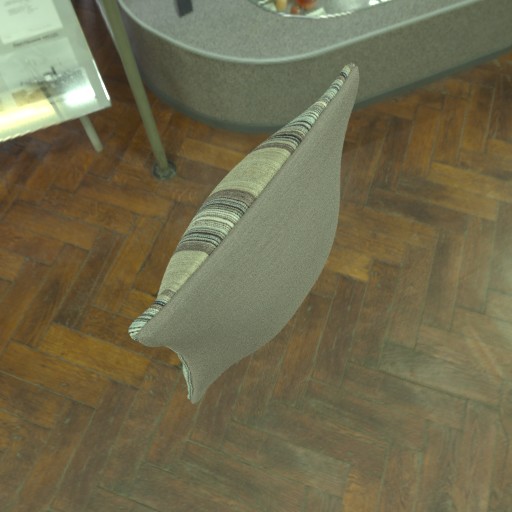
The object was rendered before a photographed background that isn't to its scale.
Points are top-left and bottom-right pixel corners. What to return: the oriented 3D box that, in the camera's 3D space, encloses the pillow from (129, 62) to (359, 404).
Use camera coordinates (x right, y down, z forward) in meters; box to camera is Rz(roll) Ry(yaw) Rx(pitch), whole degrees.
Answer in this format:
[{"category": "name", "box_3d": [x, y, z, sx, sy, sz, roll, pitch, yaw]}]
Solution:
[{"category": "pillow", "box_3d": [0.000, 0.000, 0.672, 0.189, 0.416, 0.435, 31, 68, 14]}]
